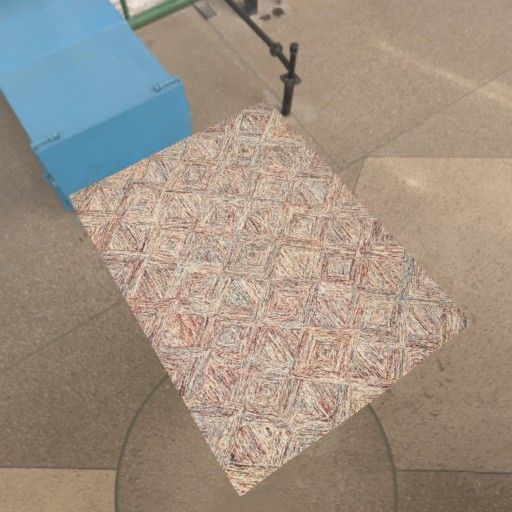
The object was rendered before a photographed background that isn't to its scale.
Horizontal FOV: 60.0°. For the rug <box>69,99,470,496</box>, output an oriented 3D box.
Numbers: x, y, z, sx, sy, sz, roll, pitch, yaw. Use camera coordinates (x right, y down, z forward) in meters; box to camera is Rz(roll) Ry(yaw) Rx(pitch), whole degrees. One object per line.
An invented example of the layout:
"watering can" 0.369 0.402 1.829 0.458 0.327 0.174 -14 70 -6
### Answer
"rug" 0.000 0.000 4.177 2.436 0.024 3.226 -31 68 -14
